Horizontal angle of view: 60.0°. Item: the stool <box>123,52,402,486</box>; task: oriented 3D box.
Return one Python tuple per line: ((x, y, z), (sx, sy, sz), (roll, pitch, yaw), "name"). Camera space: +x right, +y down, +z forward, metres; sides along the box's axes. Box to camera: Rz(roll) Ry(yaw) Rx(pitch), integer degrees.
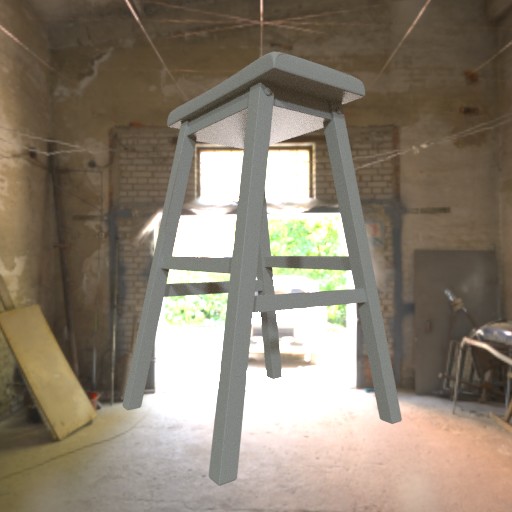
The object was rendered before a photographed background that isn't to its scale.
((0.000, 0.000, 1.035), (0.476, 0.737, 0.457), (0, 0, -36), "stool")
